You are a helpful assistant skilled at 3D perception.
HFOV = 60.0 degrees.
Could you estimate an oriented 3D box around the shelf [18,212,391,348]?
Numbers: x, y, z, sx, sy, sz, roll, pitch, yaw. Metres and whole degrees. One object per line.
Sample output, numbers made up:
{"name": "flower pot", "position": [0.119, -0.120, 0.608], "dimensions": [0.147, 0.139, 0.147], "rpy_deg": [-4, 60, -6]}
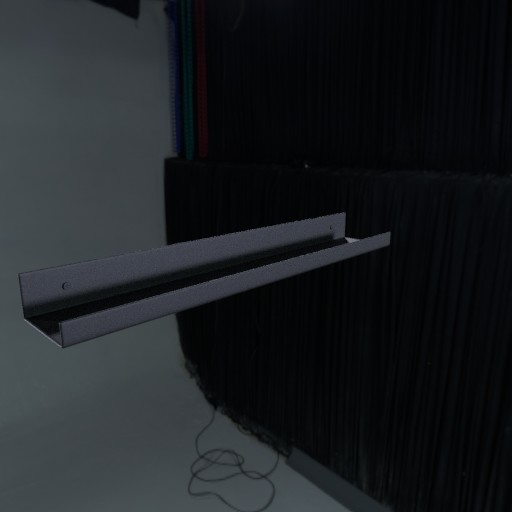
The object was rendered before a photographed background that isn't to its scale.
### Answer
{"name": "shelf", "position": [0.000, 0.000, 0.642], "dimensions": [0.102, 0.053, 0.605], "rpy_deg": [13, 19, 43]}
